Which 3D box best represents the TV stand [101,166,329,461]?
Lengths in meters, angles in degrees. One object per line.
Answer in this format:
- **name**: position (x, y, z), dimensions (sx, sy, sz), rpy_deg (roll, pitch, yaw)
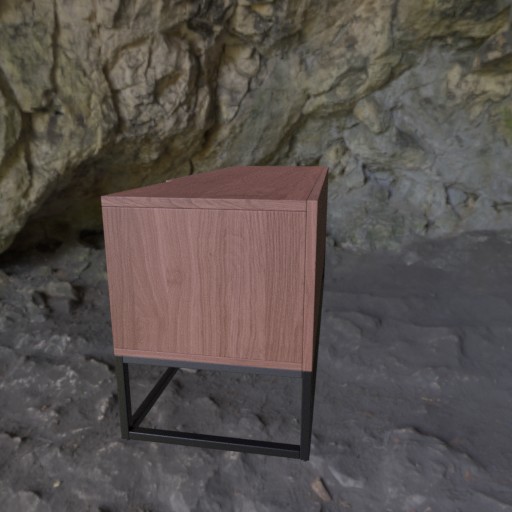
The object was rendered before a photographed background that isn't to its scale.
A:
- **TV stand**: position (0.000, 0.000, 1.391), dimensions (0.415, 0.500, 1.200), rpy_deg (2, 14, 10)
